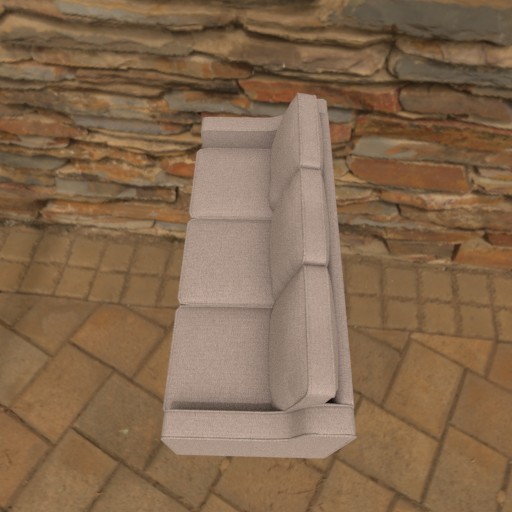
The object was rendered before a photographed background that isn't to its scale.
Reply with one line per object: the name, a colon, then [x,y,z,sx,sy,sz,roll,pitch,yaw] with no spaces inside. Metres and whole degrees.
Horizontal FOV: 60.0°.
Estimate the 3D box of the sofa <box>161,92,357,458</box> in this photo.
sofa: [0.000,0.000,2.658,0.899,0.950,2.129,1,58,1]
